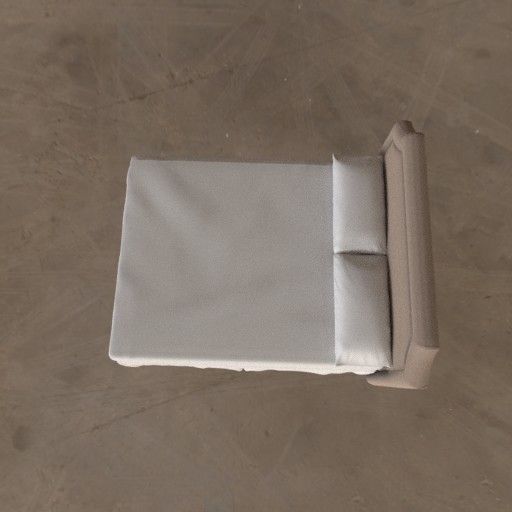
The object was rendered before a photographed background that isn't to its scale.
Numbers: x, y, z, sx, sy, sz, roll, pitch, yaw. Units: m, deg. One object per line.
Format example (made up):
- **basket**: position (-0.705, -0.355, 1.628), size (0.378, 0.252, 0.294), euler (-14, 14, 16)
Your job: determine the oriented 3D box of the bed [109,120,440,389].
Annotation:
- **bed**: position (0.000, 0.000, 3.314), size (2.164, 1.303, 1.828), euler (2, 75, 0)
